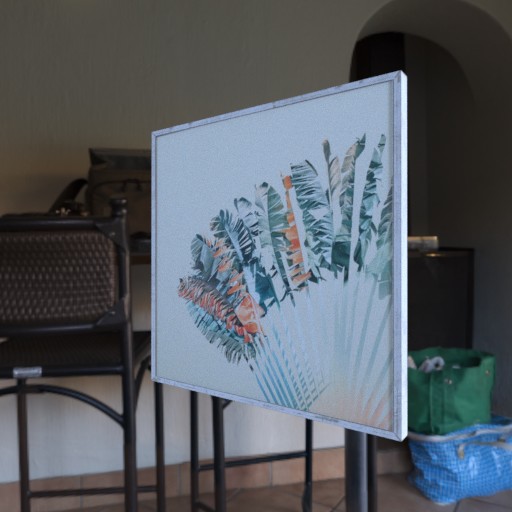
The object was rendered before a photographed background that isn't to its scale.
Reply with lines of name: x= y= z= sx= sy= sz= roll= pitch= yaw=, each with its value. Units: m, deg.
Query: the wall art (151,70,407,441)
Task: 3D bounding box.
wall art: x=0.000 y=0.000 z=1.143 sx=0.760 sy=0.757 sz=0.038 roll=0 pitch=0 yaw=36
